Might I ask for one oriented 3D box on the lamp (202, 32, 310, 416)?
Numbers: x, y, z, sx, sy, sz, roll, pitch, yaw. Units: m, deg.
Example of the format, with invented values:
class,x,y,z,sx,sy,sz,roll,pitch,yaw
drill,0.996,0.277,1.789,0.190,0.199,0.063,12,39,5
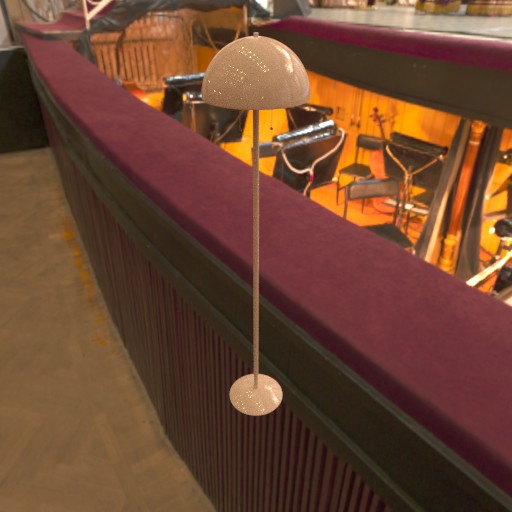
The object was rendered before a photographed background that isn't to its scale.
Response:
class,x,y,z,sx,sy,sz,roll,pitch,yaw
lamp,0.000,0.000,1.639,0.328,1.480,0.328,-21,37,-30
